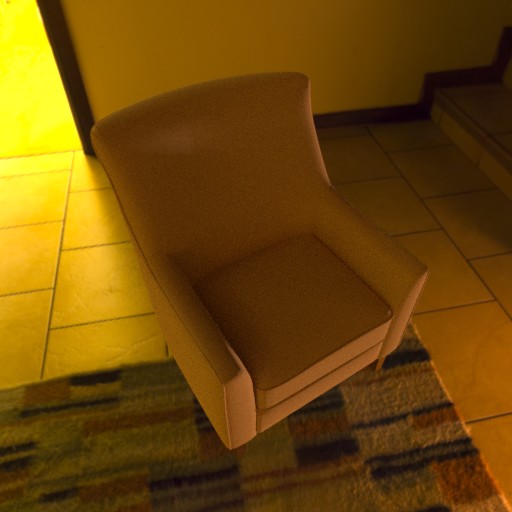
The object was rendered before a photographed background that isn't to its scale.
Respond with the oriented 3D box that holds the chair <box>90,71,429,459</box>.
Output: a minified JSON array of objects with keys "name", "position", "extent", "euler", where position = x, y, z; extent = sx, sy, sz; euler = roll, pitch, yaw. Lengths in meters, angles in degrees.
[{"name":"chair","position":[0.000,0.000,1.538],"extent":[0.756,0.916,0.879],"euler":[-24,50,-22]}]
